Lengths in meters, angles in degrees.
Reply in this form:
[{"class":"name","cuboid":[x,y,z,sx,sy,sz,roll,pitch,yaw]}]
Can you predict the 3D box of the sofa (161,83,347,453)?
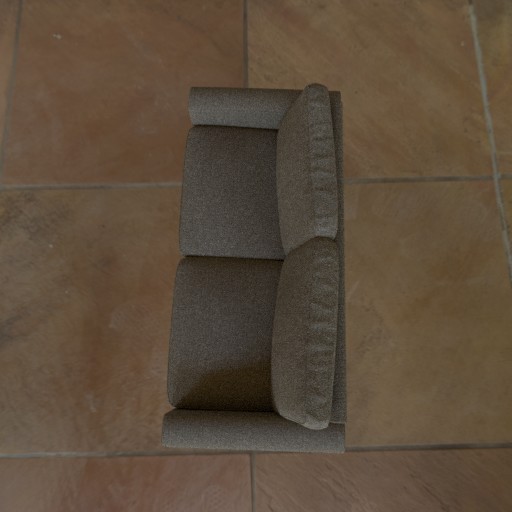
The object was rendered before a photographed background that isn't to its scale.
[{"class":"sofa","cuboid":[0.000,0.000,2.715,1.016,0.873,2.179,2,76,0]}]
